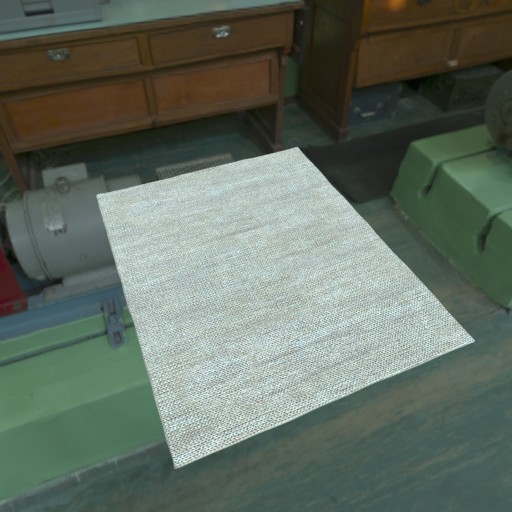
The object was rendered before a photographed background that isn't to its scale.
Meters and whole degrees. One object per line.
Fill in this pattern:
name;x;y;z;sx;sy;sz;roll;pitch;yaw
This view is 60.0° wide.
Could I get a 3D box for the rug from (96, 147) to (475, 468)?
rug;0.000;0.000;4.100;2.429;0.030;3.052;-17;48;-16
